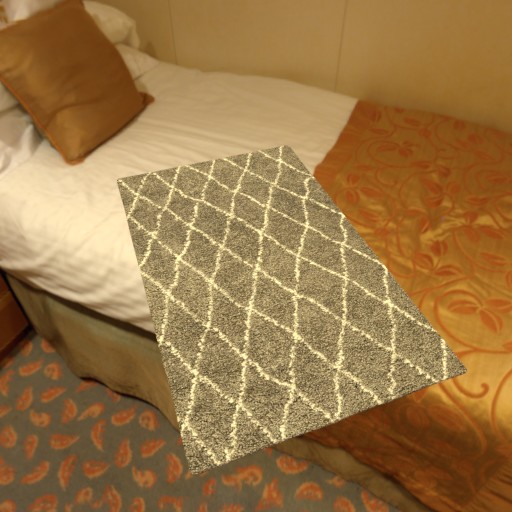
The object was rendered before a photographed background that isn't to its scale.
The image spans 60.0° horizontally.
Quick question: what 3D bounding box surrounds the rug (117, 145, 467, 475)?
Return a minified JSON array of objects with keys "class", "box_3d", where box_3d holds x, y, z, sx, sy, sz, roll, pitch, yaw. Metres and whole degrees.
[{"class":"rug","box_3d":[0.000,0.000,2.994,1.524,0.030,2.438,-15,47,-14]}]
